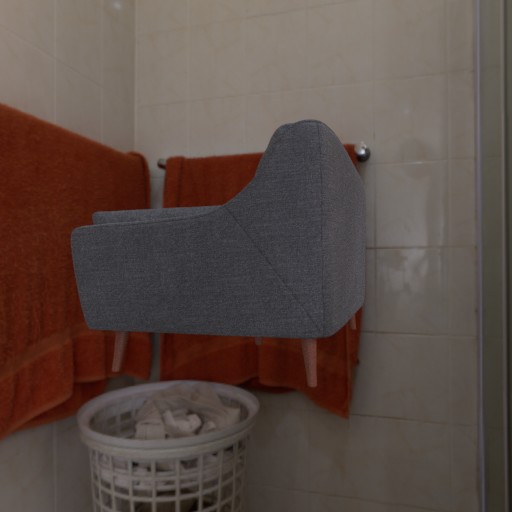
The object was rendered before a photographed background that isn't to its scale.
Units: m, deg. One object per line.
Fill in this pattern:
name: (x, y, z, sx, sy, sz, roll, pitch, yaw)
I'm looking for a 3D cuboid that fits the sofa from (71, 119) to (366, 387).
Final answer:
sofa: (0.000, 0.000, 2.216, 0.976, 0.887, 1.646, 0, 0, 19)
